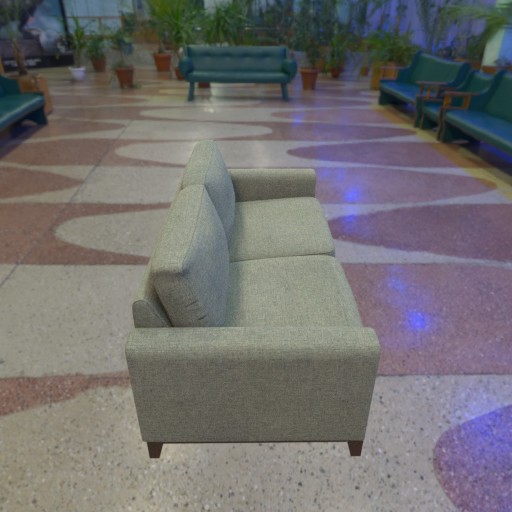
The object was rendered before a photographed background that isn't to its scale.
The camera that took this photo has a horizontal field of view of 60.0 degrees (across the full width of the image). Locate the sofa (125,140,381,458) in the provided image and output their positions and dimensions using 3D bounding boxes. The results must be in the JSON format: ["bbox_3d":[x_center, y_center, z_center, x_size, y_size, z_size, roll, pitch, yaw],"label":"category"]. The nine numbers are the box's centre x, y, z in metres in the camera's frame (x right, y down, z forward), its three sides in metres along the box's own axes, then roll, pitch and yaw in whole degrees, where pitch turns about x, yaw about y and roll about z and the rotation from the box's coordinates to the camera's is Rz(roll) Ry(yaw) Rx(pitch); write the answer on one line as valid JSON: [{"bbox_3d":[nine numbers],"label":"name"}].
[{"bbox_3d":[0.000,0.000,2.518,0.969,0.892,1.978,0,30,-1],"label":"sofa"}]
